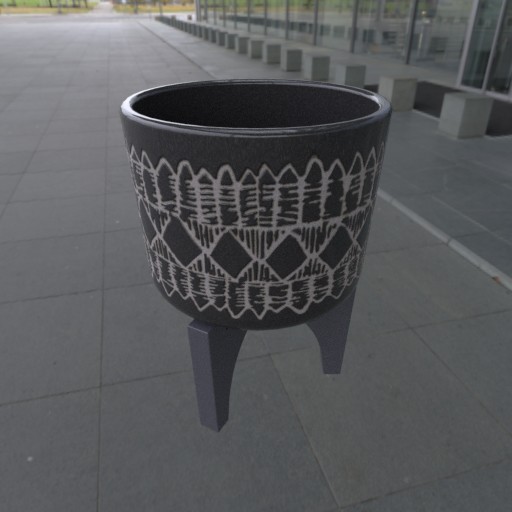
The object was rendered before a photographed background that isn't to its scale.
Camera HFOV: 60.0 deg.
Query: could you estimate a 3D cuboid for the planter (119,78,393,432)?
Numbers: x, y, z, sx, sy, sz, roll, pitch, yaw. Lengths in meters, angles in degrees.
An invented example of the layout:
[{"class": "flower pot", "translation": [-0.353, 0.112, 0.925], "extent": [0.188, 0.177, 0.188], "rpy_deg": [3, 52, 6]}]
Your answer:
[{"class": "planter", "translation": [0.000, 0.000, 0.259], "extent": [0.129, 0.177, 0.129], "rpy_deg": [0, 30, 0]}]
